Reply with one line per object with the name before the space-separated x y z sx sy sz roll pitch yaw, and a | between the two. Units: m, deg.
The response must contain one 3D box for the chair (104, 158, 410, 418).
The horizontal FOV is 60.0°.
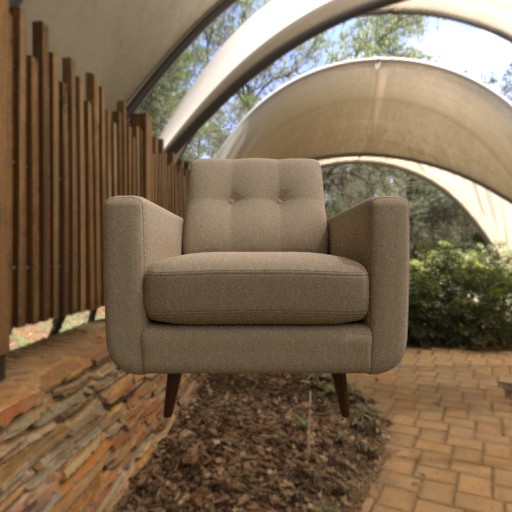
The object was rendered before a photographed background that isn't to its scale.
chair | 0.000 0.000 1.805 0.897 0.965 1.128 0 1 0
